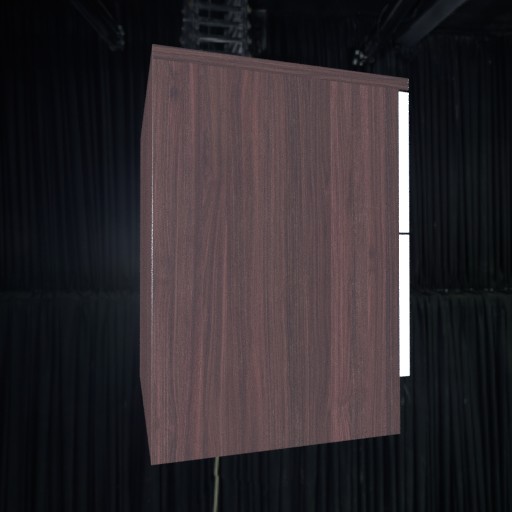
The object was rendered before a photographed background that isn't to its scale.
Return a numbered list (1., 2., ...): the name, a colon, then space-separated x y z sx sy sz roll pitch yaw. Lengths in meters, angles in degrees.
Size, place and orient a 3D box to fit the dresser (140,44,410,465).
1. dresser: 0.000 0.000 0.737 0.360 0.470 0.400 0 -1 -16
